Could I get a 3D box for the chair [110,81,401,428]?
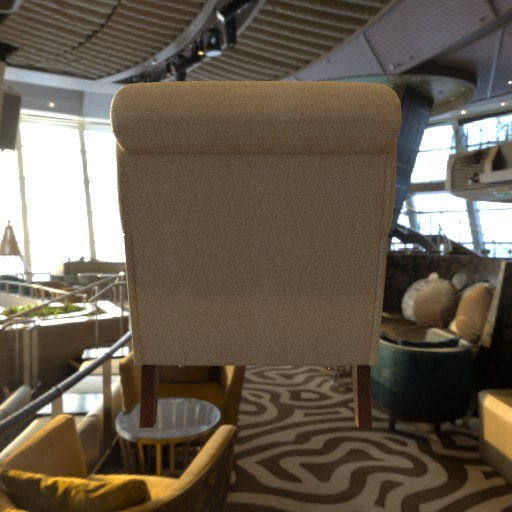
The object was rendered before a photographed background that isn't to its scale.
[{"bbox_3d":[0.000,0.000,1.517,0.766,0.944,0.842,0,2,0],"label":"chair"}]
